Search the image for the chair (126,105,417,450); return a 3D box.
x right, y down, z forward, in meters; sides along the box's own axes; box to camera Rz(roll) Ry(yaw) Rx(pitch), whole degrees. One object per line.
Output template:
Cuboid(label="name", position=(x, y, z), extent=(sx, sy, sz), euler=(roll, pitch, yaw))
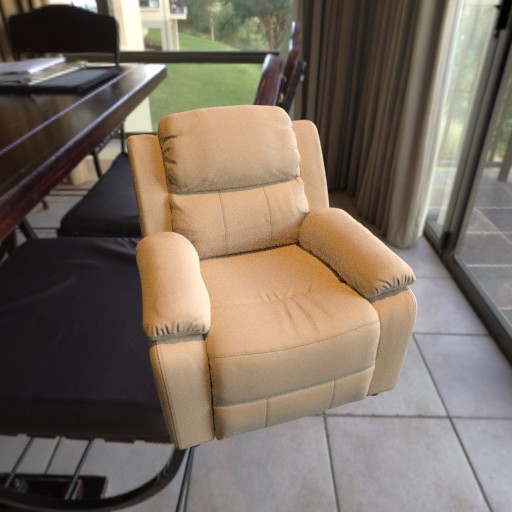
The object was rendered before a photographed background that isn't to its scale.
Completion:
Cuboid(label="chair", position=(0.000, 0.000, 1.264), extent=(0.680, 0.702, 0.709), euler=(-10, 33, -16))
